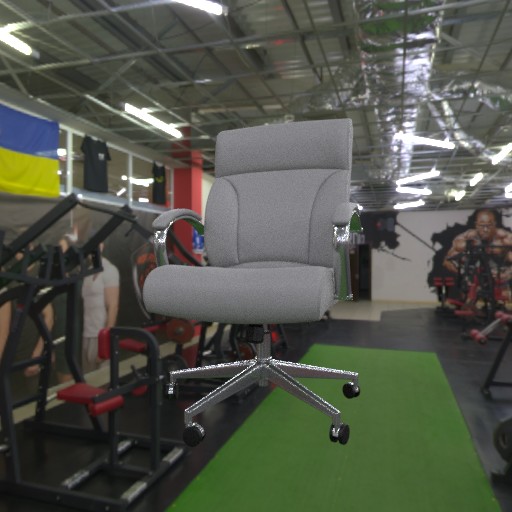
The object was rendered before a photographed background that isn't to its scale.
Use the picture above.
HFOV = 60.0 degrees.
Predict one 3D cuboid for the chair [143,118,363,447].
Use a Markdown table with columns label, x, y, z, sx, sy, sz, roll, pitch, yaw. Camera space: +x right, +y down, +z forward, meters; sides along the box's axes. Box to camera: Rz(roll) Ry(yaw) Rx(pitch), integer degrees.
| label | x | y | z | sx | sy | sz | roll | pitch | yaw |
| --- | --- | --- | --- | --- | --- | --- | --- | --- | --- |
| chair | 0.000 | 0.000 | 1.603 | 0.727 | 1.099 | 0.745 | 0 | 0 | 20 |
